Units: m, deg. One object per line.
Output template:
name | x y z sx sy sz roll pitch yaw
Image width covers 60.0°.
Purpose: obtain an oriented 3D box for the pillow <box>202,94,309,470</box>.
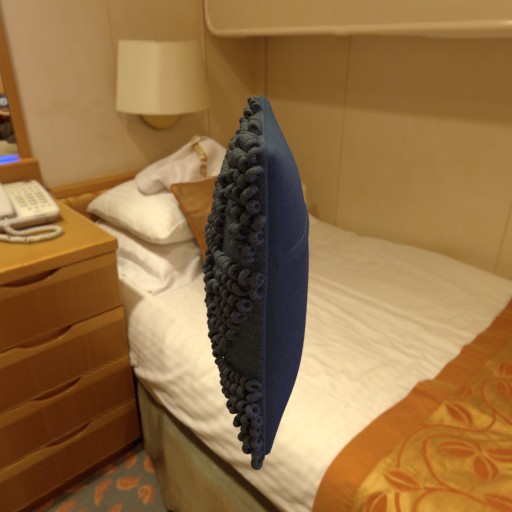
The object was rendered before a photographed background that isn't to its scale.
pillow | 0.000 0.000 0.739 0.172 0.466 0.469 0 26 0
